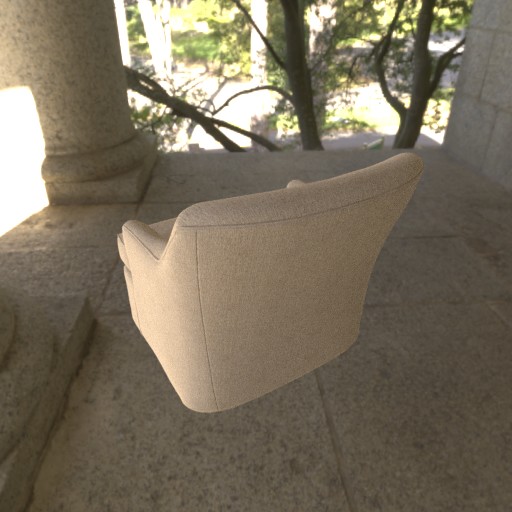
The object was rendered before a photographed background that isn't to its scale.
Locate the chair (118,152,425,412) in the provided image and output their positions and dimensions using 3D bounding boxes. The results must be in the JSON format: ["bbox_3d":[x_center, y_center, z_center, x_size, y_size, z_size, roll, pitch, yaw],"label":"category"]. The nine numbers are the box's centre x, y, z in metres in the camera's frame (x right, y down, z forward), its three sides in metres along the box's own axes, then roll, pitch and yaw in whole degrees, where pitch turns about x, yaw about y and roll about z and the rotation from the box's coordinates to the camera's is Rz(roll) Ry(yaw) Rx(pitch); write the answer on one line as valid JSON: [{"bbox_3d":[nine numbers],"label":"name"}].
[{"bbox_3d":[0.000,0.000,1.637,0.864,0.856,0.923,-18,35,-28],"label":"chair"}]
